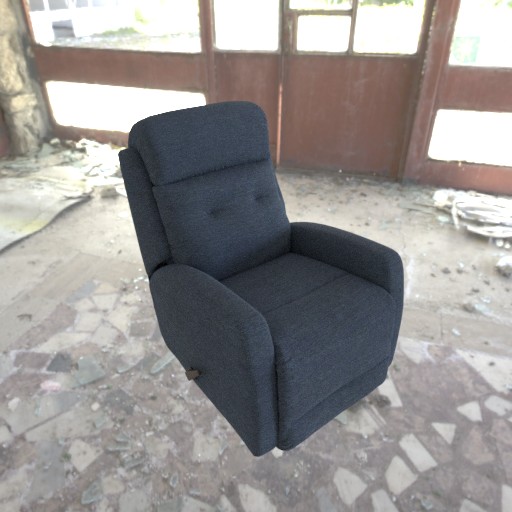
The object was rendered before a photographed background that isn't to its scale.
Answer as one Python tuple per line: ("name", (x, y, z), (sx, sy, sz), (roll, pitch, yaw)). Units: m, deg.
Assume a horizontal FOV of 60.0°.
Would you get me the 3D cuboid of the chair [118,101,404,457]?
("chair", (0.000, 0.000, 1.764), (0.798, 1.013, 1.043), (-21, 37, -31))
